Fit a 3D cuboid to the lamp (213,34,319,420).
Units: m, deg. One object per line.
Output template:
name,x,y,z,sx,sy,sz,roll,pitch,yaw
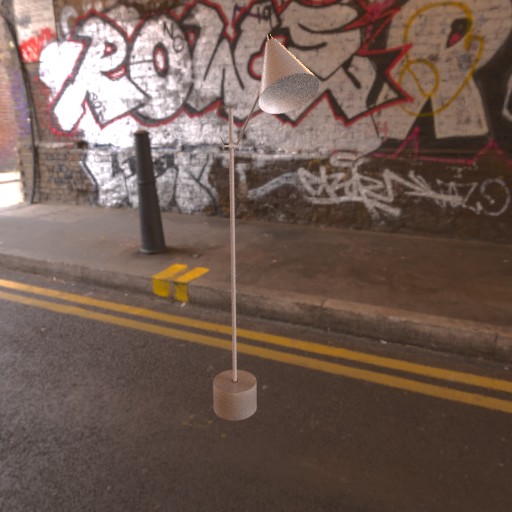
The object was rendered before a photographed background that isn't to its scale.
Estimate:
lamp,0.000,0.000,1.590,0.223,1.430,0.508,-8,17,-26
